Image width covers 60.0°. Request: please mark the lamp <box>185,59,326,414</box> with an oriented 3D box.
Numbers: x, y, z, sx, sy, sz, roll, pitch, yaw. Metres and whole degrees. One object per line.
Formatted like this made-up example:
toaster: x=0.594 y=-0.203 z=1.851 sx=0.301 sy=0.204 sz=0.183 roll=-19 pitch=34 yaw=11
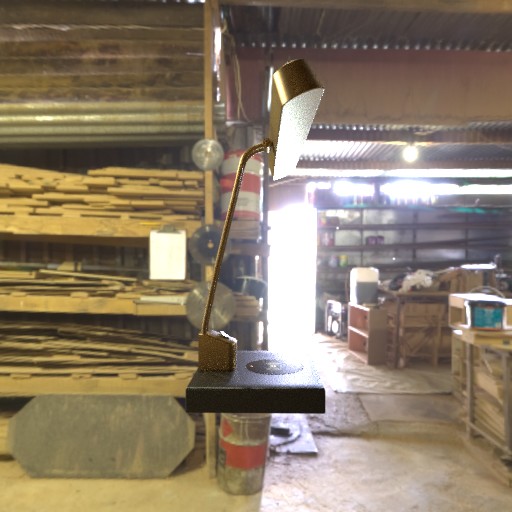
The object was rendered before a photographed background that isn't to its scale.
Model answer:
lamp: x=0.000 y=0.000 z=0.578 sx=0.156 sy=0.345 sz=0.412 roll=0 pitch=0 yaw=1
